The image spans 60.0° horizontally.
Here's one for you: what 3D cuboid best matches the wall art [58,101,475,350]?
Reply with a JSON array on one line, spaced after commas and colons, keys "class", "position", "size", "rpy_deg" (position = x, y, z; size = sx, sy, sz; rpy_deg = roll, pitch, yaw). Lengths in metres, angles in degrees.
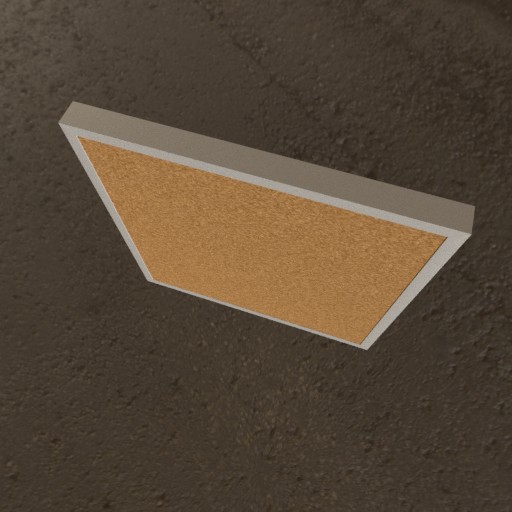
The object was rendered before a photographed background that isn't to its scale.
[{"class": "wall art", "position": [0.000, 0.000, 0.752], "size": [0.506, 0.505, 0.038], "rpy_deg": [17, 65, 8]}]
